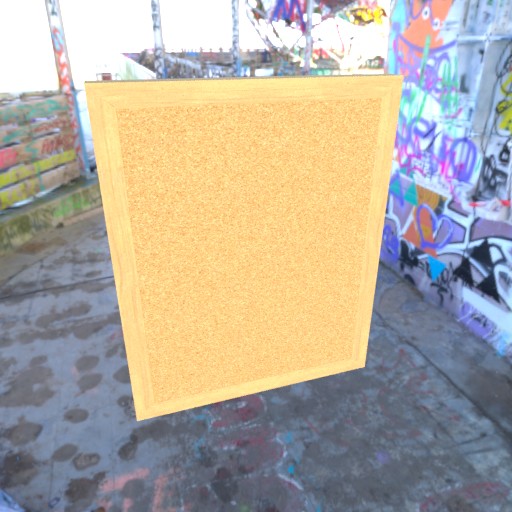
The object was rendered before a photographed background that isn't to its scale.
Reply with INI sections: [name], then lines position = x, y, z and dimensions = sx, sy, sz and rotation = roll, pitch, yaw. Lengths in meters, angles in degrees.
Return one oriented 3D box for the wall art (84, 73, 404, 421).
[wall art]
position = 0.000, 0.000, 0.508
dimensions = 0.312, 0.380, 0.030
rotation = -8, 27, -17
